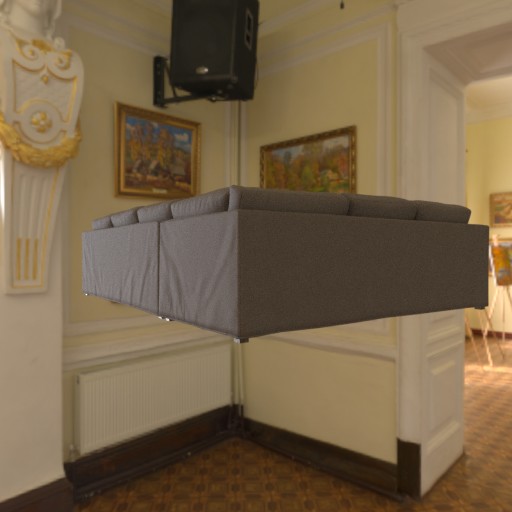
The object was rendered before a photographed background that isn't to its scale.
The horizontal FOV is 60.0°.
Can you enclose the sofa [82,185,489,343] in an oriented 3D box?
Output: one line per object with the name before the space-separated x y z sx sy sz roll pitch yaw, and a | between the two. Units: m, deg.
sofa | 0.000 0.000 4.209 2.432 0.871 3.182 0 1 -35
